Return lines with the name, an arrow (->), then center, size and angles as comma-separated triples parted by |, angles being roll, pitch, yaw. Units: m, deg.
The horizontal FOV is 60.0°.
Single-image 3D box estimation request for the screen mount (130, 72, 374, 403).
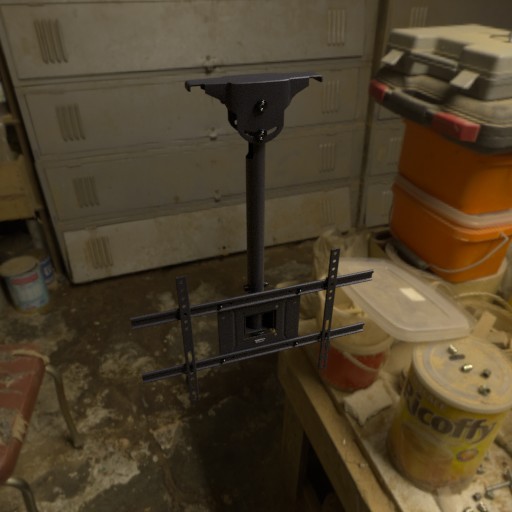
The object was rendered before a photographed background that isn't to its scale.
screen mount -> 0.000, 0.000, 1.021 | 0.595, 0.775, 0.090 | -10, 34, -15
